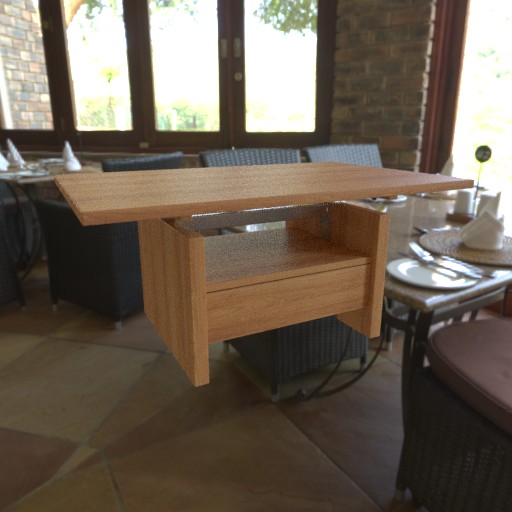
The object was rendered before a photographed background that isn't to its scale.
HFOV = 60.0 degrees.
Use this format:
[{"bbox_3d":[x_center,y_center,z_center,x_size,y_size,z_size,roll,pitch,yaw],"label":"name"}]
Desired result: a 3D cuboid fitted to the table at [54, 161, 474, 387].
[{"bbox_3d":[0.000,0.000,1.444,1.100,0.510,0.700,-9,19,-26],"label":"table"}]
